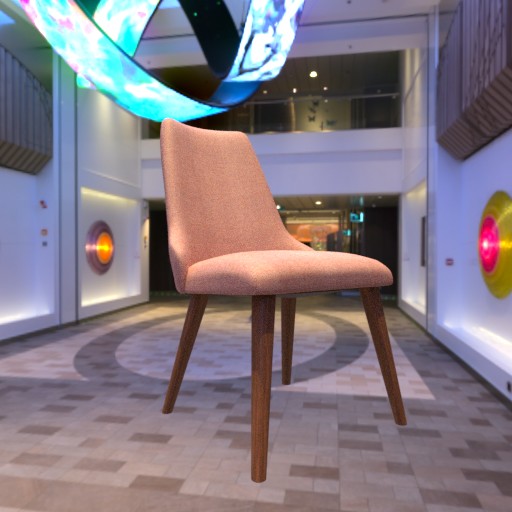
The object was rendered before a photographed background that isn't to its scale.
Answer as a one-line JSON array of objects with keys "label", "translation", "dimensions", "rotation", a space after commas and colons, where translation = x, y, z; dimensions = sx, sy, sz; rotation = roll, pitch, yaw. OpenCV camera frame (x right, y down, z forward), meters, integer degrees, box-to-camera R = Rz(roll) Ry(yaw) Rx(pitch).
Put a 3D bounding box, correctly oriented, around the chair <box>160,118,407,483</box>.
[{"label": "chair", "translation": [0.000, 0.000, 1.332], "dimensions": [0.535, 0.918, 0.707], "rotation": [-1, 1, -36]}]
